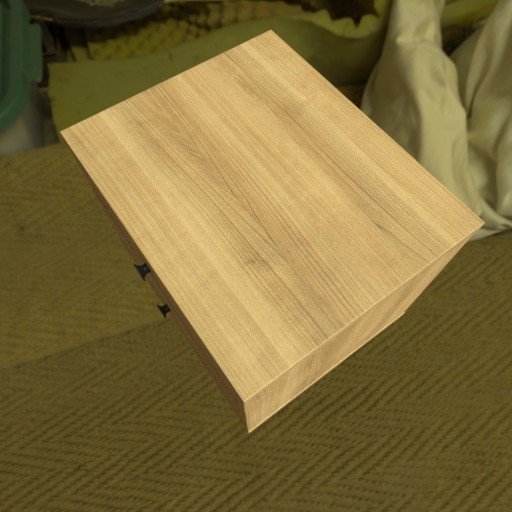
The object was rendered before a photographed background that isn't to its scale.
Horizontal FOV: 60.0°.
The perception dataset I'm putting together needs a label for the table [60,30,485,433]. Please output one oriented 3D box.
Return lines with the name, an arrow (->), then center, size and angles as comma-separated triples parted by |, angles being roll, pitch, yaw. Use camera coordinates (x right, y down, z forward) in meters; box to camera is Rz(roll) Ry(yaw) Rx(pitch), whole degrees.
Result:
table -> 0.000, 0.000, 0.786 | 0.380, 0.460, 0.445 | -33, 68, -15
